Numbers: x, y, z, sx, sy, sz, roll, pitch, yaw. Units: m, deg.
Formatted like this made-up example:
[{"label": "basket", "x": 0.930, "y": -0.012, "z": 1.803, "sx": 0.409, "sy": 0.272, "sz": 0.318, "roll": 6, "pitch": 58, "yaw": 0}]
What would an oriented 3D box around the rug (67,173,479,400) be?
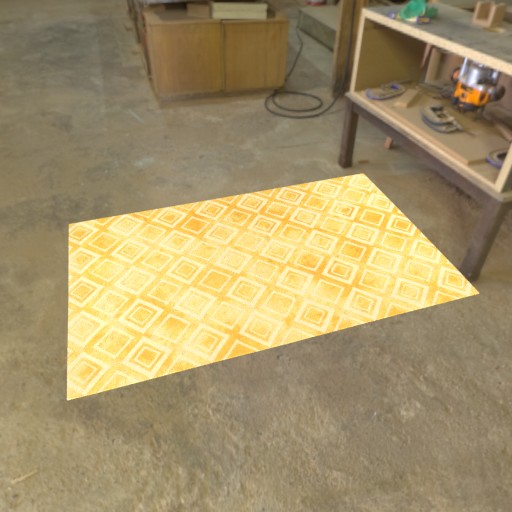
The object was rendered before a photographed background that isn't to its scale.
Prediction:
[{"label": "rug", "x": 0.000, "y": 0.000, "z": 2.999, "sx": 2.424, "sy": 0.010, "sz": 1.511, "roll": -12, "pitch": 42, "yaw": -13}]
